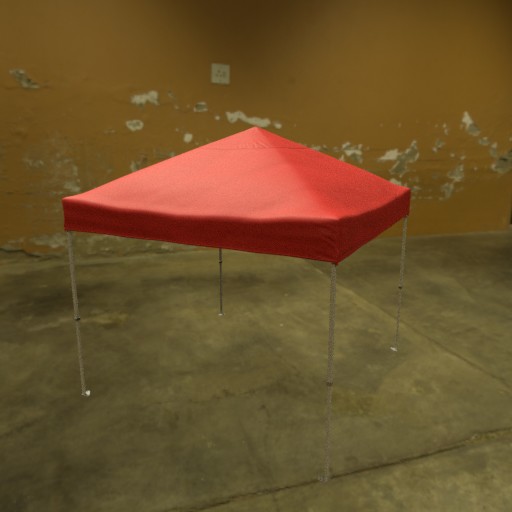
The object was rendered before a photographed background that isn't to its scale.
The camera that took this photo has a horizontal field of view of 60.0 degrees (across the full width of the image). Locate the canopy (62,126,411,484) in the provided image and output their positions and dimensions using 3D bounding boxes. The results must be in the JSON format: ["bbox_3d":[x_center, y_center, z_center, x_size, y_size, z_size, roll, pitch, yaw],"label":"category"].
[{"bbox_3d":[0.000,0.000,5.339,2.996,2.997,2.998,7,15,27],"label":"canopy"}]
